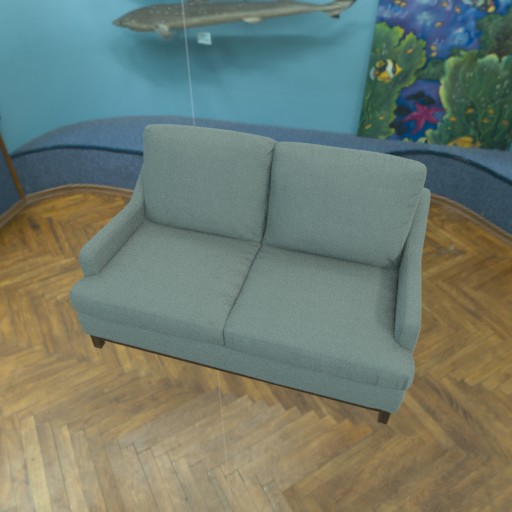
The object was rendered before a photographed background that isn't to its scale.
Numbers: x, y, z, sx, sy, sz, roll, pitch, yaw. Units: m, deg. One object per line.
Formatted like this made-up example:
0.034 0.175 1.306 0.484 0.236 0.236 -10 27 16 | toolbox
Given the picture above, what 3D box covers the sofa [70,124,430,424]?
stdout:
0.000 0.000 2.214 1.589 0.921 0.987 11 42 13 | sofa
